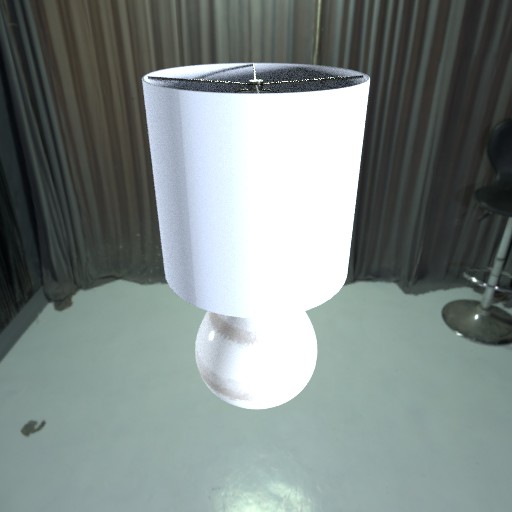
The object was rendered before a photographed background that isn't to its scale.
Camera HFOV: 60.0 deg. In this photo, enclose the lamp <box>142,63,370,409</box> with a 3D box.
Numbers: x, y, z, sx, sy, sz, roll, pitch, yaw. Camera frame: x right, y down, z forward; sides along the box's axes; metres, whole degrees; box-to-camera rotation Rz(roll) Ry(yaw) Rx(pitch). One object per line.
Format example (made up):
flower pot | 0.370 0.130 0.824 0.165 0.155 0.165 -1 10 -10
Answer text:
lamp | 0.000 0.000 0.530 0.217 0.404 0.217 -1 29 -1
